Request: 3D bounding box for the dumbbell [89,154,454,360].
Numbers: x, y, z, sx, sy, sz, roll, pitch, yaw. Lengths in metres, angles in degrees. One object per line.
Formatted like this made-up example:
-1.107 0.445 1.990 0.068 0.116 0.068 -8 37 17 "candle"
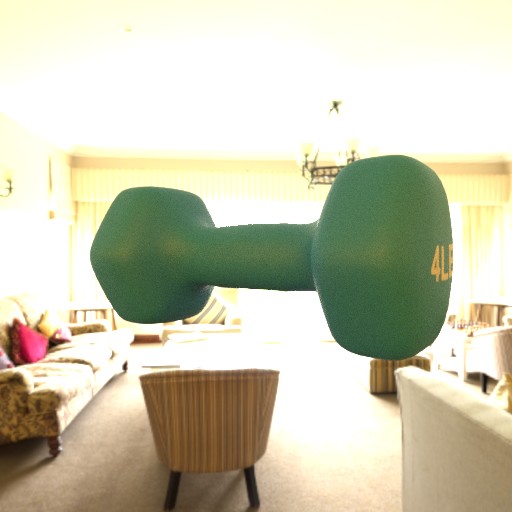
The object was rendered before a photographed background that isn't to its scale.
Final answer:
0.000 0.000 0.188 0.152 0.066 0.074 1 1 36 "dumbbell"
